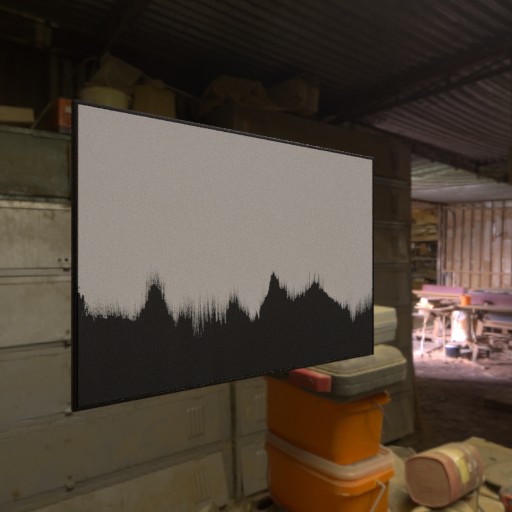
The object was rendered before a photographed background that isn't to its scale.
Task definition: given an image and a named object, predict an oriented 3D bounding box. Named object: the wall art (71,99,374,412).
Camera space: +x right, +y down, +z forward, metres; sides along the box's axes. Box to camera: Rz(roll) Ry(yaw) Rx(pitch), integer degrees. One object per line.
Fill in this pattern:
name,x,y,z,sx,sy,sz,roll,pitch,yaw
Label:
wall art,0.000,0.000,1.219,0.957,0.660,0.019,0,0,-35
